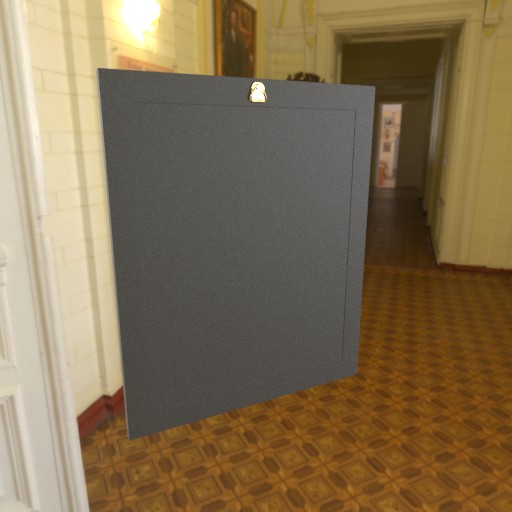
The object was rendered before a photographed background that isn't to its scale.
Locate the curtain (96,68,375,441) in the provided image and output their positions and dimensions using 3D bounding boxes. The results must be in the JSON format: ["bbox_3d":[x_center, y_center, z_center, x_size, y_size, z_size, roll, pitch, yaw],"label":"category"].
[{"bbox_3d":[0.000,0.000,0.782,0.483,0.585,0.027,-7,17,-26],"label":"curtain"}]
